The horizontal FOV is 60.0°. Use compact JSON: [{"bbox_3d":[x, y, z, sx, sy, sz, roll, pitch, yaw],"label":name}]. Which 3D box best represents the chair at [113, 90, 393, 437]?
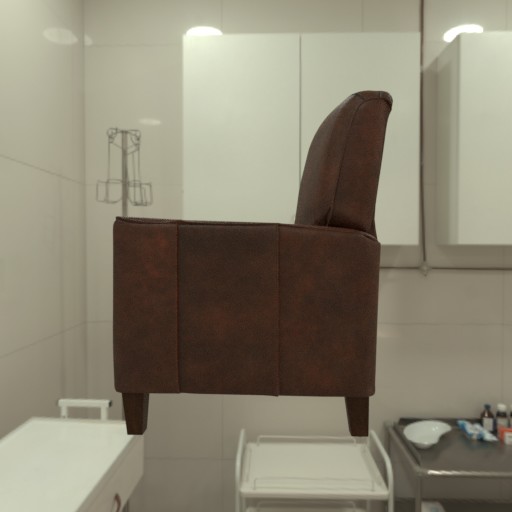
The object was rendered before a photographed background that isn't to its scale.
[{"bbox_3d":[0.000,0.000,1.650,0.836,1.043,0.843,0,1,2],"label":"chair"}]
